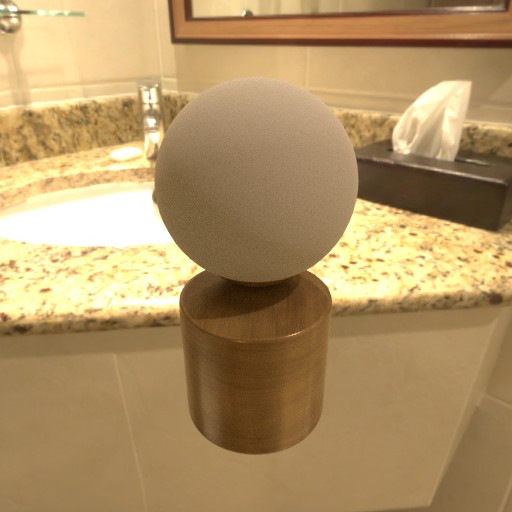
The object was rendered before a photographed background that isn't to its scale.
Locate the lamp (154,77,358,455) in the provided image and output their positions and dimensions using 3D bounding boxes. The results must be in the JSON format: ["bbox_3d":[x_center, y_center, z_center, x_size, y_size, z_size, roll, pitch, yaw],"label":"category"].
[{"bbox_3d":[0.000,0.000,0.335,0.141,0.250,0.152,1,27,2],"label":"lamp"}]
